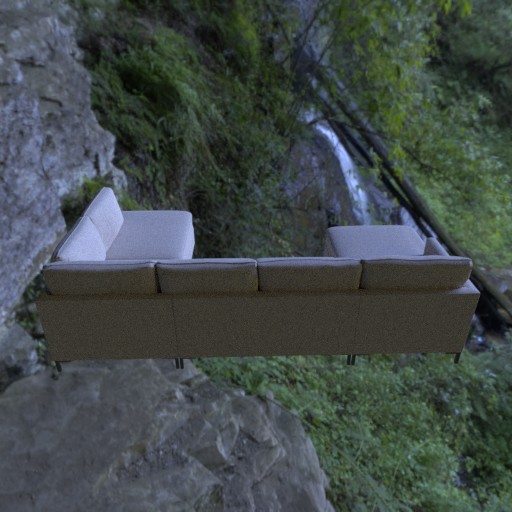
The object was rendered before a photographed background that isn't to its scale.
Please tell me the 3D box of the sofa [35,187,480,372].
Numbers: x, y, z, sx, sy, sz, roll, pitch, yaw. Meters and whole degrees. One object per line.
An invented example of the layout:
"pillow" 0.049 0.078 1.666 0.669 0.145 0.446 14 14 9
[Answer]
"sofa" 0.000 0.000 4.302 3.423 0.996 2.021 -1 30 -2
